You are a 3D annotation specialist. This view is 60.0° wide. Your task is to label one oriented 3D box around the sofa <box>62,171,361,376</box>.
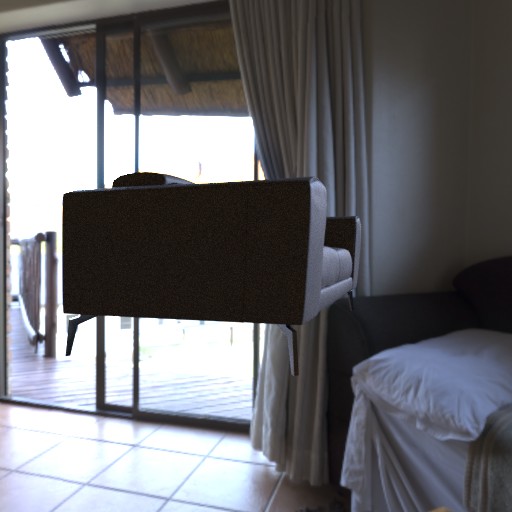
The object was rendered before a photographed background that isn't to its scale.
[{"bbox_3d":[0.000,0.000,2.444,1.003,0.779,1.895,0,0,18],"label":"sofa"}]
